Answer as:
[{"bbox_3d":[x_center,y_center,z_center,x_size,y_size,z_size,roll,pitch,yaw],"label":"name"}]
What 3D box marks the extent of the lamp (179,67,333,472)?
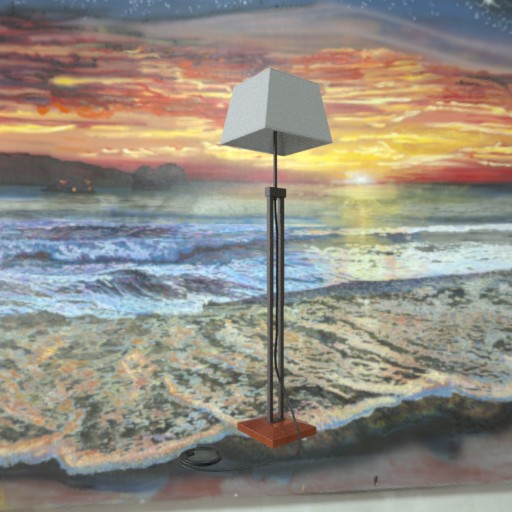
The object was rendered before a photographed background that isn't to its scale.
[{"bbox_3d":[0.000,0.000,2.020,0.745,1.712,0.472,0,0,-37],"label":"lamp"}]
